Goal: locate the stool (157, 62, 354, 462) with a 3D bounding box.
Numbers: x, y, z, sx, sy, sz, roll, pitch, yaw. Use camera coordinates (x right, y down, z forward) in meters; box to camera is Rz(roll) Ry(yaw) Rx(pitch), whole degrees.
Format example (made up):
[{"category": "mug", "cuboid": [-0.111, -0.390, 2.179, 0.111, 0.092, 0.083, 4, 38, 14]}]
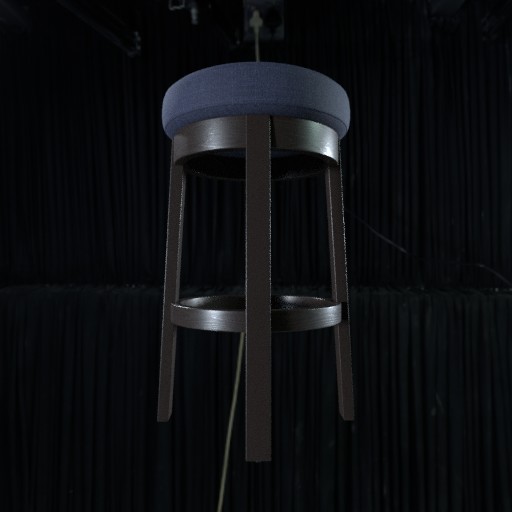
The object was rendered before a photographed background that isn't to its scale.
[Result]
[{"category": "stool", "cuboid": [0.000, 0.000, 1.030, 0.446, 0.758, 0.446, 0, 0, 0]}]
